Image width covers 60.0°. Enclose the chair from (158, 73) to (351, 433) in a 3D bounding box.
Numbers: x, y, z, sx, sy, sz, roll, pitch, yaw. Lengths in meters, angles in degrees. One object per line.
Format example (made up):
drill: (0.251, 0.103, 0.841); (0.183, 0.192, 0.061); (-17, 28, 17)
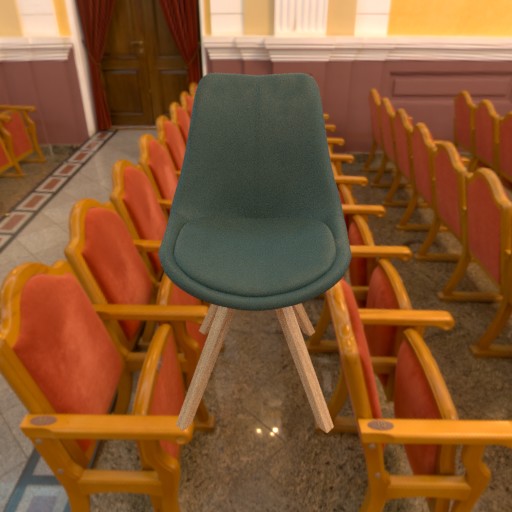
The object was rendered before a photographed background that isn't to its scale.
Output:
chair: (0.000, 0.000, 1.208); (0.483, 0.865, 0.547); (1, 30, 1)
